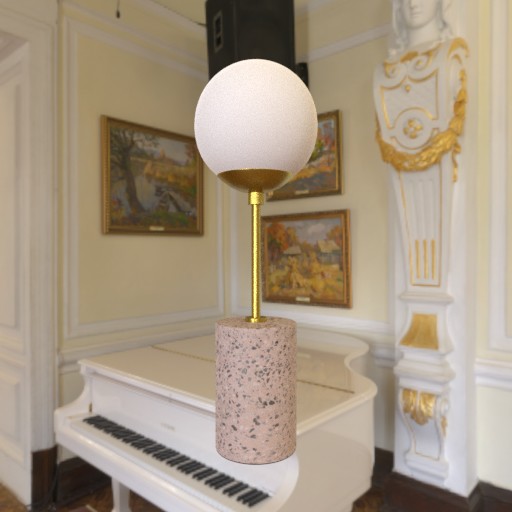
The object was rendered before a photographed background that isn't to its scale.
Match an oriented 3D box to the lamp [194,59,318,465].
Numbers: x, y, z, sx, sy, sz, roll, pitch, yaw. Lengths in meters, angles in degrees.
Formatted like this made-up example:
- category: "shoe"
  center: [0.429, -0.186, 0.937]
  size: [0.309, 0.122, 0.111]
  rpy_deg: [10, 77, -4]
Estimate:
- category: "lamp"
  center: [0.000, 0.000, 0.558]
  size: [0.153, 0.480, 0.153]
  rpy_deg: [0, 0, 0]
